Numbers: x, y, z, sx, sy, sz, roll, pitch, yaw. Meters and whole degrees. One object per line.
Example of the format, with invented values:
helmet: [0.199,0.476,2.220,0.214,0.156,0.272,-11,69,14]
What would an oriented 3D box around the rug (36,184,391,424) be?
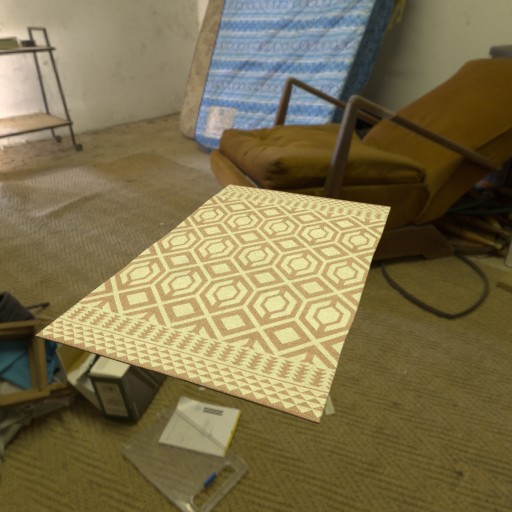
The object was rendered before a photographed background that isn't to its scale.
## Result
rug: [0.000,0.000,3.052,1.526,0.011,2.435,11,31,19]
